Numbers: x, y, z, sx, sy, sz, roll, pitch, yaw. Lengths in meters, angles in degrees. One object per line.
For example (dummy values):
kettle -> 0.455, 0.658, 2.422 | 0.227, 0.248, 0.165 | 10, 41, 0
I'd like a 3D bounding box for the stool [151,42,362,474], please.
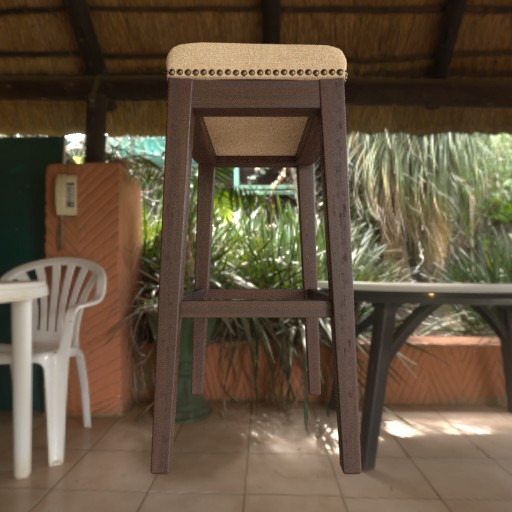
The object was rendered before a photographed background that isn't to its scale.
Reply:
stool -> 0.000, 0.000, 1.026 | 0.363, 0.768, 0.509 | 0, -2, 0
